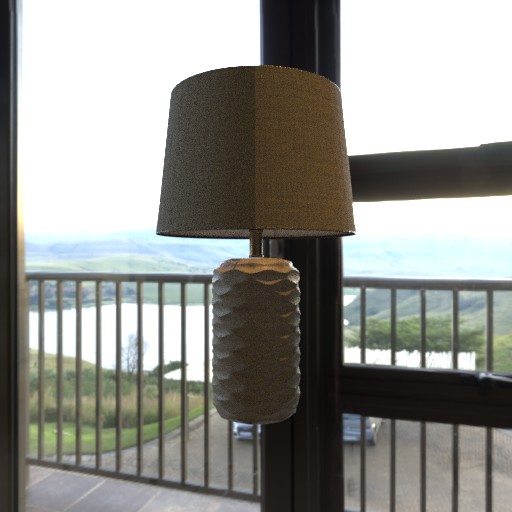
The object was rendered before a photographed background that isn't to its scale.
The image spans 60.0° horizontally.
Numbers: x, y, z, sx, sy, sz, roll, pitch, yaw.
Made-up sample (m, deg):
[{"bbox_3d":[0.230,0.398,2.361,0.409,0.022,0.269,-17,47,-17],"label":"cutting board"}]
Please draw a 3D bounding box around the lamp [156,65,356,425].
[{"bbox_3d":[0.000,0.000,0.851,0.376,0.594,0.376,0,0,0],"label":"lamp"}]
